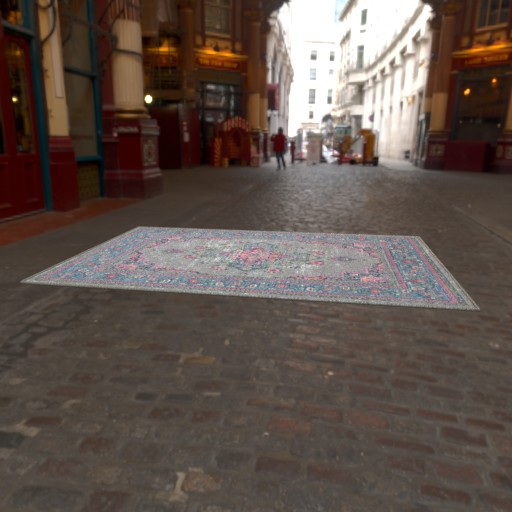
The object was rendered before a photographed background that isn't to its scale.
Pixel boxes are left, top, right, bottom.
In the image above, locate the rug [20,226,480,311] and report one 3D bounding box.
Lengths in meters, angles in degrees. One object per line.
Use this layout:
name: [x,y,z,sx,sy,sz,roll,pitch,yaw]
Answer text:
rug: [0.000,0.000,2.189,1.748,0.014,1.144,3,15,9]
